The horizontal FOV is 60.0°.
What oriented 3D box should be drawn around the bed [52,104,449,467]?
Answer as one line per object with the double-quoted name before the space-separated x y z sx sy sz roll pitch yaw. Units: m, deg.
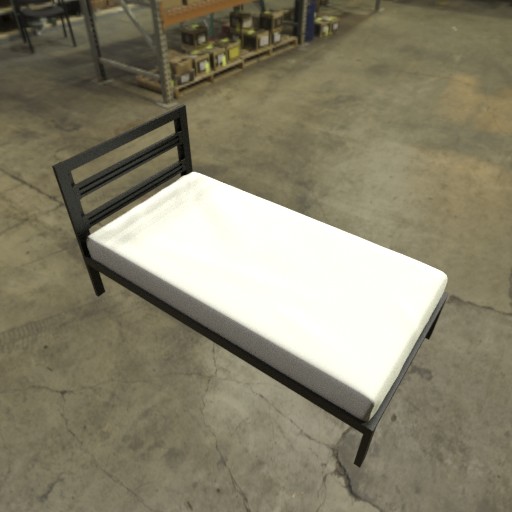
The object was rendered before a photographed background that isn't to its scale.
"bed" 0.000 0.000 2.504 1.930 0.967 0.991 26 47 26
